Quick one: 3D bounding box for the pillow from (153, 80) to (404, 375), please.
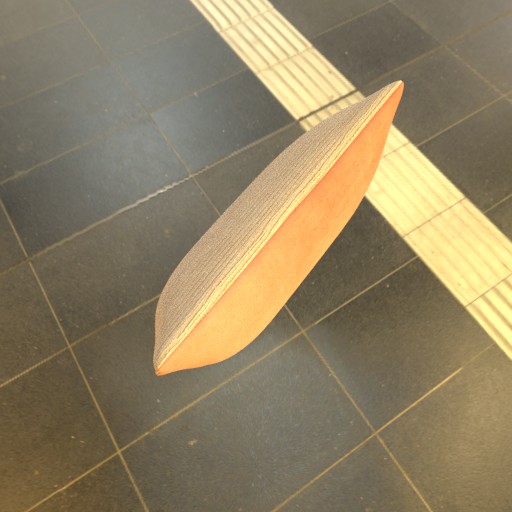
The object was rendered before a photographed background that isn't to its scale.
[{"bbox_3d":[0.000,0.000,0.642,0.177,0.401,0.424,35,69,15],"label":"pillow"}]
